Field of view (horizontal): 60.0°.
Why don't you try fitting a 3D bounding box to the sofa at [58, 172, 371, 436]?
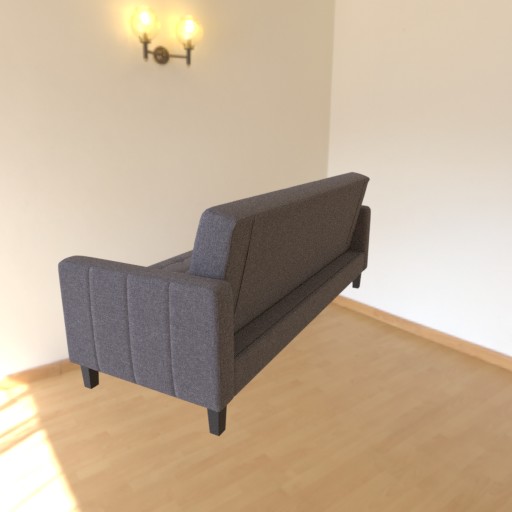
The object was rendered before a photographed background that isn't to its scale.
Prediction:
[{"bbox_3d":[0.000,0.000,2.536,0.810,0.850,2.040,8,17,27],"label":"sofa"}]
